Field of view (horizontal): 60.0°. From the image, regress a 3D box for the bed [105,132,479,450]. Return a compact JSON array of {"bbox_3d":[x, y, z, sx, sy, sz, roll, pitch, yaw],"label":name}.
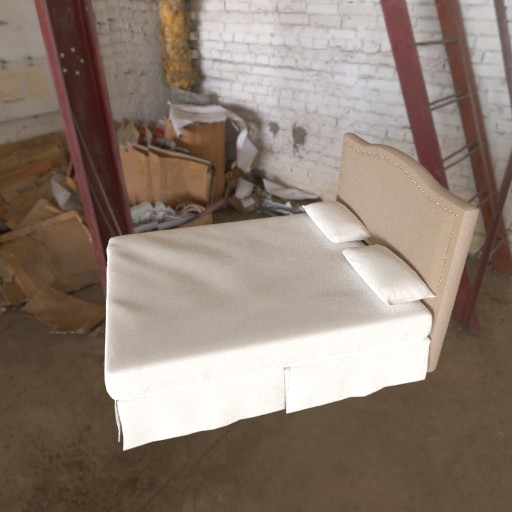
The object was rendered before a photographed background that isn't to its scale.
[{"bbox_3d":[0.000,0.000,3.372,2.282,1.436,1.821,-8,32,-13],"label":"bed"}]
